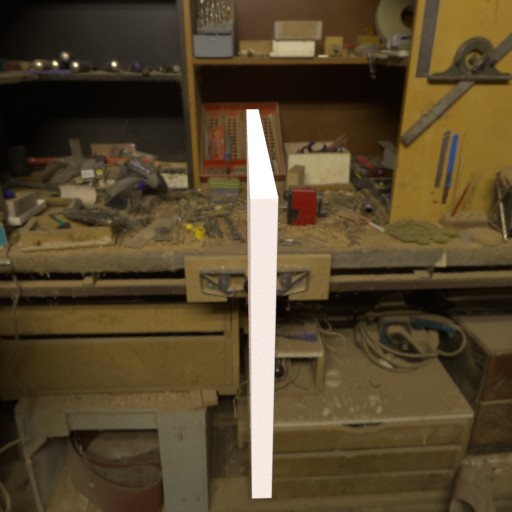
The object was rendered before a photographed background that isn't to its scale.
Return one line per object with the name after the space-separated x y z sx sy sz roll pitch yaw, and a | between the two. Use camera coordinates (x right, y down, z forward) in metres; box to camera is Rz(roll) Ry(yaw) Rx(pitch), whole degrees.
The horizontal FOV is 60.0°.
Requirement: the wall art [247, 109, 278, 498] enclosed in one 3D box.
0.000 0.000 1.144 0.038 0.609 0.914 -1 25 -1 | wall art
